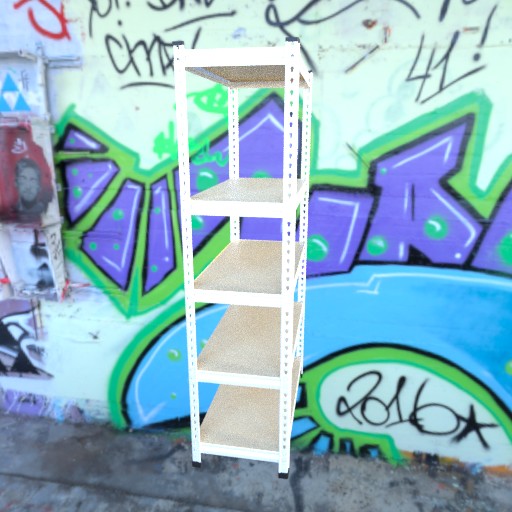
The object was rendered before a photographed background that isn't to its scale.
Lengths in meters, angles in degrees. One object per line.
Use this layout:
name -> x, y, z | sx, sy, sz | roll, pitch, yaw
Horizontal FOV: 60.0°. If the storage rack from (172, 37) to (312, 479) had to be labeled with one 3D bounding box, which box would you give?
storage rack -> 0.000, 0.000, 2.230 | 0.457, 1.829, 0.914 | 3, 16, 10
